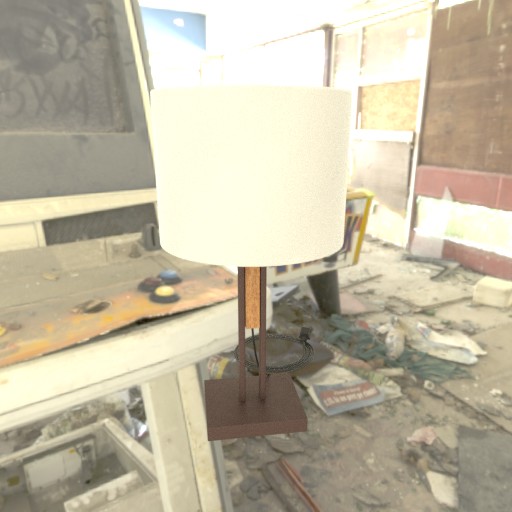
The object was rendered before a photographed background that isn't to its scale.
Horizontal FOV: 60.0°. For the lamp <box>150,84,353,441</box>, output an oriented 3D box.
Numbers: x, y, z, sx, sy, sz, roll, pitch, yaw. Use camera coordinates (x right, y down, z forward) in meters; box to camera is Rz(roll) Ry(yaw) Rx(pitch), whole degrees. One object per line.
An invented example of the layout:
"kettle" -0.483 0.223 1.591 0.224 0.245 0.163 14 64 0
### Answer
"lamp" 0.000 0.000 0.976 0.396 0.668 0.525 -2 17 -8
